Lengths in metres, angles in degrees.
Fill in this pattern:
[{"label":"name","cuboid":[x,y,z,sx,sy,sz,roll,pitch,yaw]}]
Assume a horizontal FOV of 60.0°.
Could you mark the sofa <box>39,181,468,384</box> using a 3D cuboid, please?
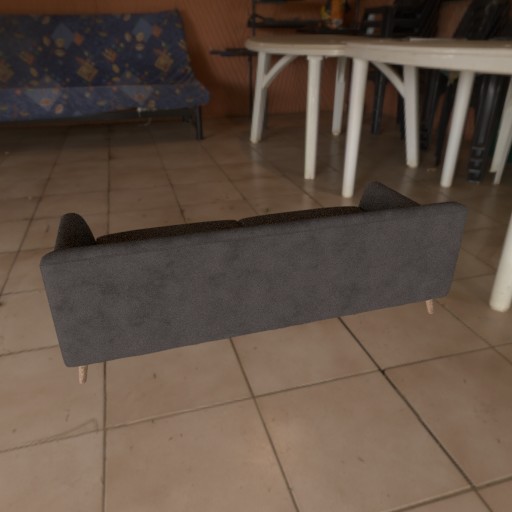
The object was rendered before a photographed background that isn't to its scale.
[{"label":"sofa","cuboid":[0.000,0.000,2.673,2.190,0.740,0.900,-8,28,-15]}]
